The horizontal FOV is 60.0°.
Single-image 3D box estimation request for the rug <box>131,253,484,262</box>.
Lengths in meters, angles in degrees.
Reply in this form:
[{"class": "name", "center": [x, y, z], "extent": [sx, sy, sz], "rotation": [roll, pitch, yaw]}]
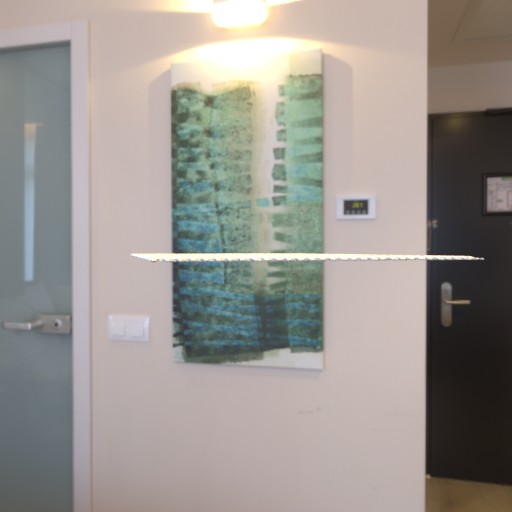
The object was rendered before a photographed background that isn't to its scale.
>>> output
[{"class": "rug", "center": [0.000, 0.000, 2.346], "extent": [1.230, 0.014, 1.847], "rotation": [0, 1, -18]}]
